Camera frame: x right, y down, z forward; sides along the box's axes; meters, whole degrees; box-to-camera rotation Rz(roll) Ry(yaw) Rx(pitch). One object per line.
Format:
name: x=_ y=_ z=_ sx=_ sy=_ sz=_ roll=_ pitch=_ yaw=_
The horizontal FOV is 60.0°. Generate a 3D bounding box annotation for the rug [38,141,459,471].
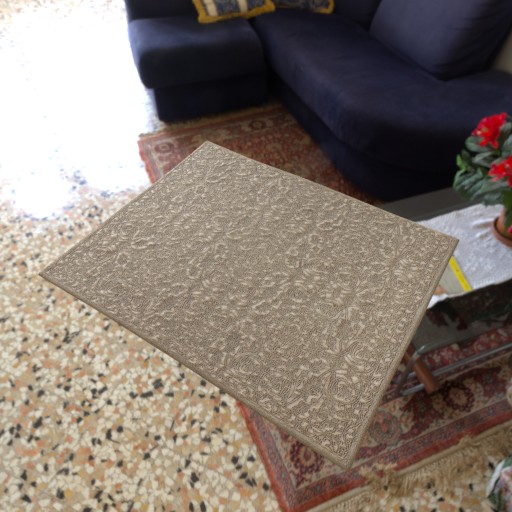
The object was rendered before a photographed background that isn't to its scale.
rug: x=0.000 y=0.000 z=4.066 sx=3.017 sy=0.035 sz=2.472 roll=26 pitch=53 yaw=21
